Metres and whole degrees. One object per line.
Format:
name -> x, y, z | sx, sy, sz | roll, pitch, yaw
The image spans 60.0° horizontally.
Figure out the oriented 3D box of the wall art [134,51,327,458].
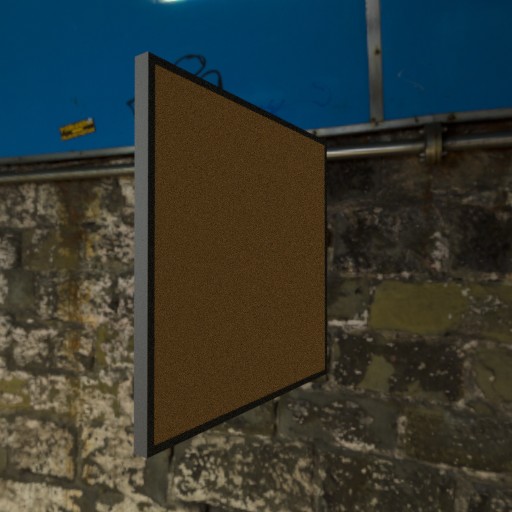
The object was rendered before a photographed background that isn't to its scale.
wall art -> 0.000, 0.000, 1.153 | 0.038, 0.763, 0.763 | 0, -1, 35
